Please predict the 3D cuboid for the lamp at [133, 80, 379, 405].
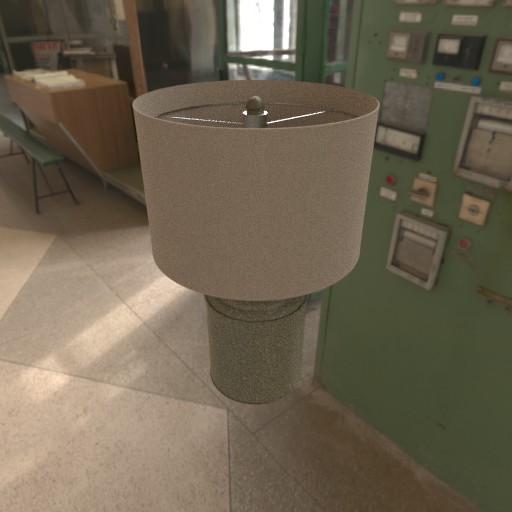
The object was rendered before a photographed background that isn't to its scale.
[{"bbox_3d":[0.000,0.000,0.706,0.318,0.486,0.318,0,30,0],"label":"lamp"}]
